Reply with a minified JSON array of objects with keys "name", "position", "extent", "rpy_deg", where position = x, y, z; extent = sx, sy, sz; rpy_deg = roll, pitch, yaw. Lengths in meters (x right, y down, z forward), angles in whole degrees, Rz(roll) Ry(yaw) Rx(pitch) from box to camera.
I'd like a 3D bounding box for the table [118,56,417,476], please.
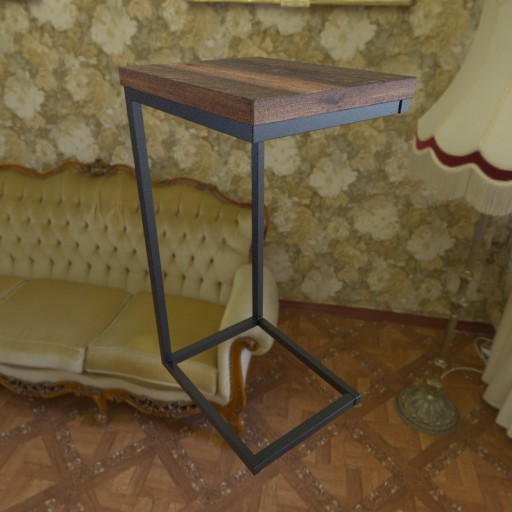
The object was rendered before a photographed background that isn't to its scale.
[{"name":"table","position":[0.000,0.000,0.928],"extent":[0.323,0.718,0.414],"rpy_deg":[-20,35,-32]}]
